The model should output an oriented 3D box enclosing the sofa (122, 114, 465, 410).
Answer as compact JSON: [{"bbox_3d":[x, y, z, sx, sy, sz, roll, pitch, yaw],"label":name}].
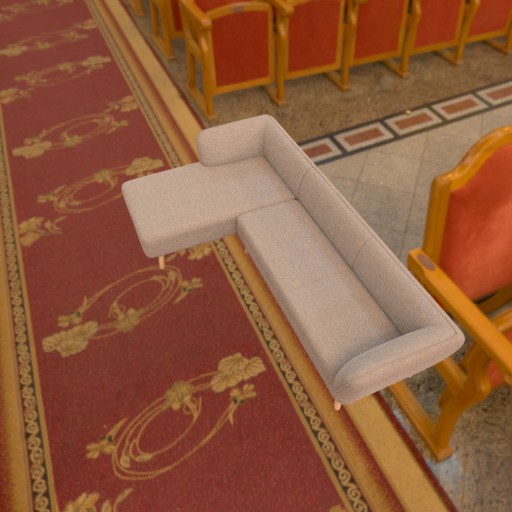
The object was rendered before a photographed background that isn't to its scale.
[{"bbox_3d":[0.000,0.000,3.367,1.532,0.693,2.653,-18,50,-16],"label":"sofa"}]
